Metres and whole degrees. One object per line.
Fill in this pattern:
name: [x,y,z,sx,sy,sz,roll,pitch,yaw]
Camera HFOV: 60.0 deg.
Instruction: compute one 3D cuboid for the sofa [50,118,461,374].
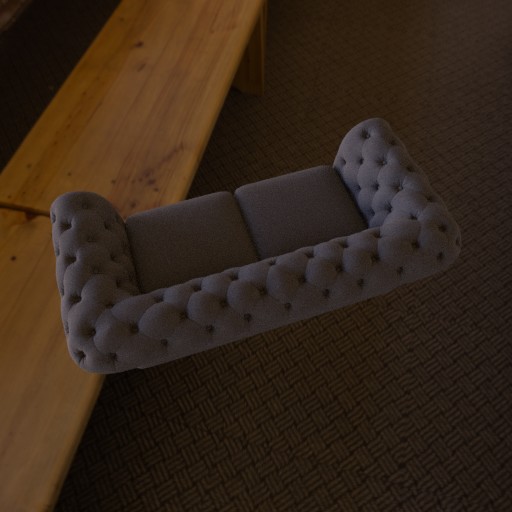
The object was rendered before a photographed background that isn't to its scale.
sofa: [0.000,0.000,2.491,1.998,0.764,0.986,-16,61,-9]
